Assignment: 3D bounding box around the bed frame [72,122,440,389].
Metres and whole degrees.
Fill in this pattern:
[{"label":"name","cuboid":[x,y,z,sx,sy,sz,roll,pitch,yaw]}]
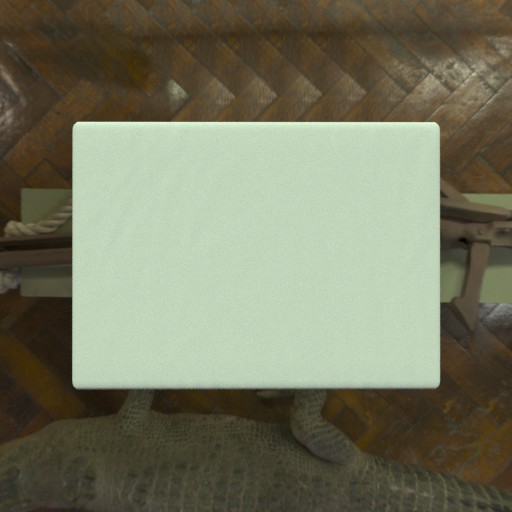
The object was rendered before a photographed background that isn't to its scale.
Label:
[{"label":"bed frame","cuboid":[0.000,0.000,2.529,1.900,0.561,1.400,0,90,0]}]
